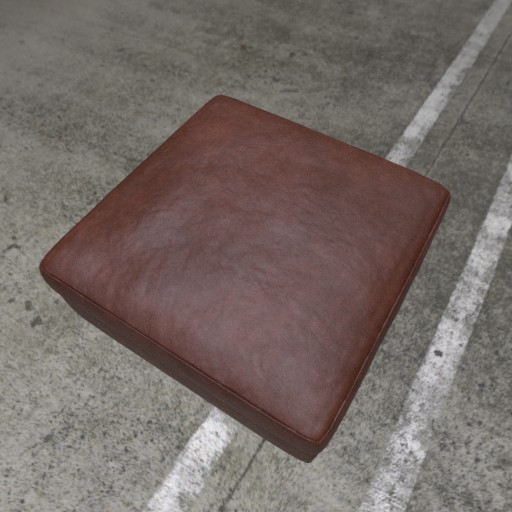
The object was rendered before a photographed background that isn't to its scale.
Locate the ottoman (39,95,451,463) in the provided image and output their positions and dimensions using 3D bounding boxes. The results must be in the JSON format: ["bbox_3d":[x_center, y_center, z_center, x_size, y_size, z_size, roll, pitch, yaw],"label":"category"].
[{"bbox_3d":[0.000,0.000,1.310,0.844,0.415,0.836,28,61,17],"label":"ottoman"}]
